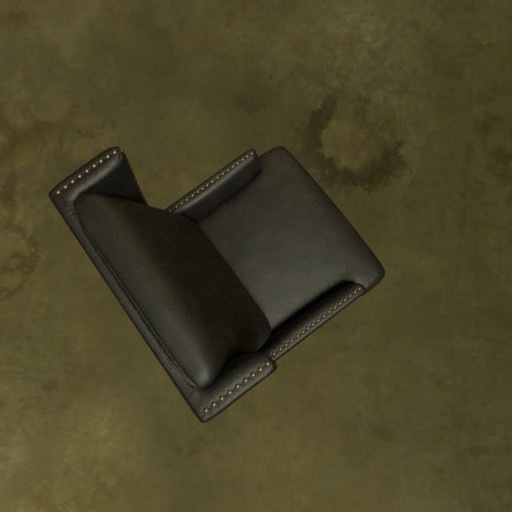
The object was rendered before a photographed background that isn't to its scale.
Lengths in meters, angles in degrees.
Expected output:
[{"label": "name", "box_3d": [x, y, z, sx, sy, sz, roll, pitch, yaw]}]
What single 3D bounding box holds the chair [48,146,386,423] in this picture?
[{"label": "chair", "box_3d": [0.000, 0.000, 1.622, 0.799, 1.142, 0.703, -36, 80, -8]}]
